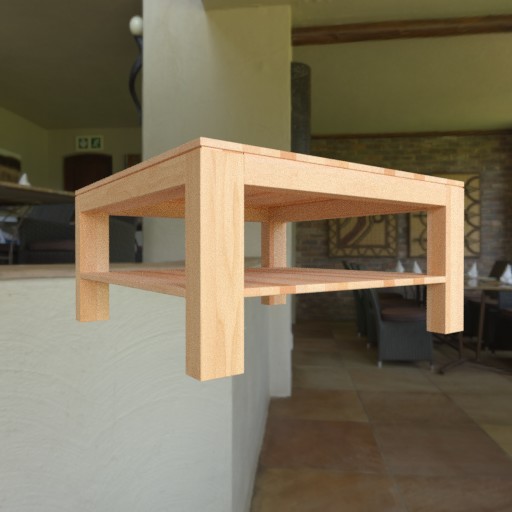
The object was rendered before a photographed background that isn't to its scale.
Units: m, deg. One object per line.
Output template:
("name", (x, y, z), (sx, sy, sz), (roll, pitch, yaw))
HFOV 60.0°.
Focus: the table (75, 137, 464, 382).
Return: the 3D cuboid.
("table", (0.000, 0.000, 1.441), (0.900, 0.450, 0.900), (0, 1, -36))
